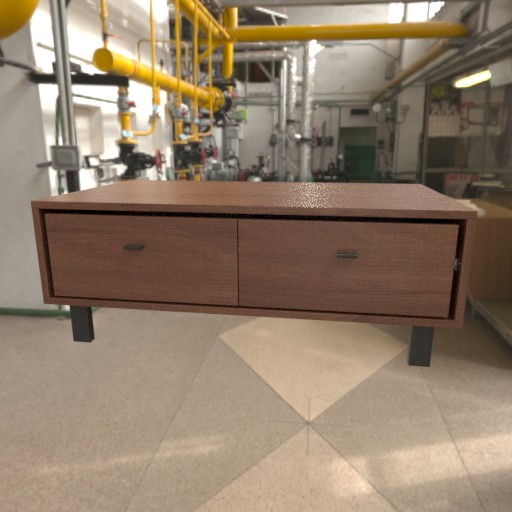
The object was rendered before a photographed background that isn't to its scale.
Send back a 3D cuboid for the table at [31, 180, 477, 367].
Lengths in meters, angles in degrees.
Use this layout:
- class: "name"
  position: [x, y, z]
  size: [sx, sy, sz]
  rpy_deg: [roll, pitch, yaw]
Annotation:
- class: "table"
  position: [0.000, 0.000, 1.314]
  size: [1.020, 0.380, 0.600]
  rpy_deg: [2, 15, 8]
